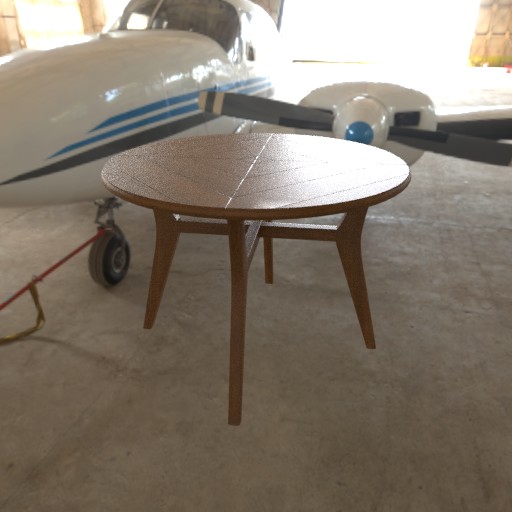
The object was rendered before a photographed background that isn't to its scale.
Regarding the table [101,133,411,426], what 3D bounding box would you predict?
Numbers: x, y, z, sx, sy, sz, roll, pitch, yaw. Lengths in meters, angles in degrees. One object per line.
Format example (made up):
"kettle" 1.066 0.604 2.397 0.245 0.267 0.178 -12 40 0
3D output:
"table" 0.000 0.000 1.735 1.055 0.757 1.055 0 26 0
